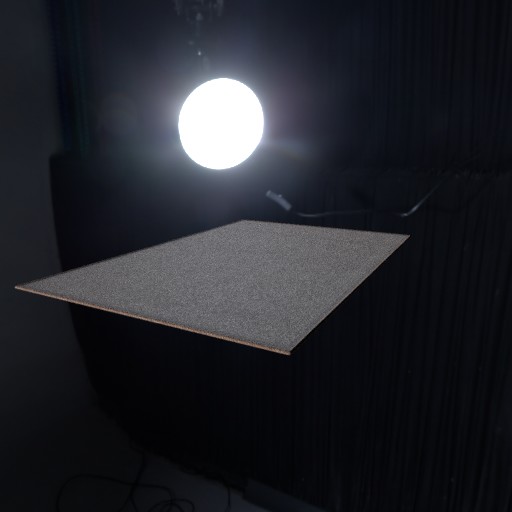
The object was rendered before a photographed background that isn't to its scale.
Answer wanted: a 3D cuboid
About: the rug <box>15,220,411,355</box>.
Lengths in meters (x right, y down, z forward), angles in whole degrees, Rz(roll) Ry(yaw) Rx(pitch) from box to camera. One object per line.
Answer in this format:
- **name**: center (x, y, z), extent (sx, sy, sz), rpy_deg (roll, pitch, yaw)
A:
- **rug**: center (0.000, 0.000, 2.845), extent (1.524, 0.011, 2.286), rpy_deg (8, 16, 28)
